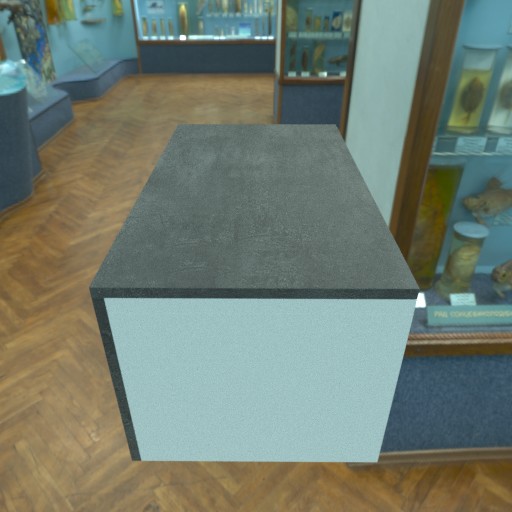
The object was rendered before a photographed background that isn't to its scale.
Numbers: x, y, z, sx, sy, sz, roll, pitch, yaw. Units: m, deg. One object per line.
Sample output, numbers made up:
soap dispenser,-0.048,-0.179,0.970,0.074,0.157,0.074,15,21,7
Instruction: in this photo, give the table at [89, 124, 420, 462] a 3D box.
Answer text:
table,0.000,0.000,0.924,0.400,0.350,0.700,0,32,0
